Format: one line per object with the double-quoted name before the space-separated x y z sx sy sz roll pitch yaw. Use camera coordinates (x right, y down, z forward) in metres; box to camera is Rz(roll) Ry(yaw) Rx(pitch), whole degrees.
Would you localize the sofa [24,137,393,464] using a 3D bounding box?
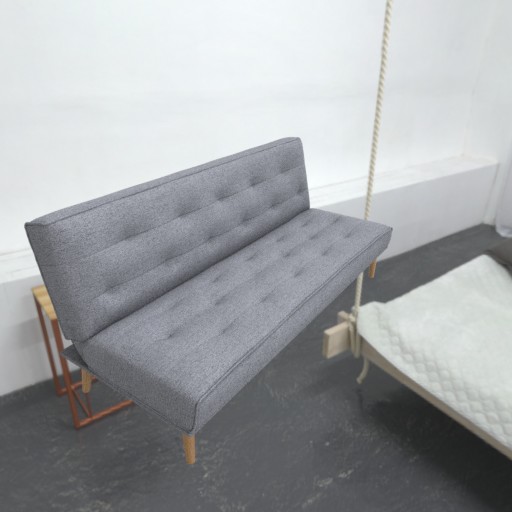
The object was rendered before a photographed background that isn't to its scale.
"sofa" 0.000 0.000 2.244 0.810 0.830 1.820 18 32 31
